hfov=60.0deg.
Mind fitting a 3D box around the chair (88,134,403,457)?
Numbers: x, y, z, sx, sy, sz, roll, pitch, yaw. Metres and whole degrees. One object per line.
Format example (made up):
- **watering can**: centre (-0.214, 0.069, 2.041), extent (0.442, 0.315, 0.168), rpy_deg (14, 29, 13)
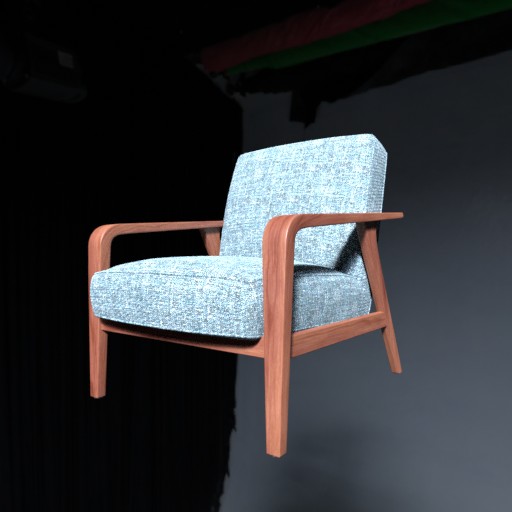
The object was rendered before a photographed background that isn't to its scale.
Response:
- **chair**: centre (0.000, 0.000, 1.467), extent (0.719, 0.864, 0.889), rpy_deg (1, 1, 36)
